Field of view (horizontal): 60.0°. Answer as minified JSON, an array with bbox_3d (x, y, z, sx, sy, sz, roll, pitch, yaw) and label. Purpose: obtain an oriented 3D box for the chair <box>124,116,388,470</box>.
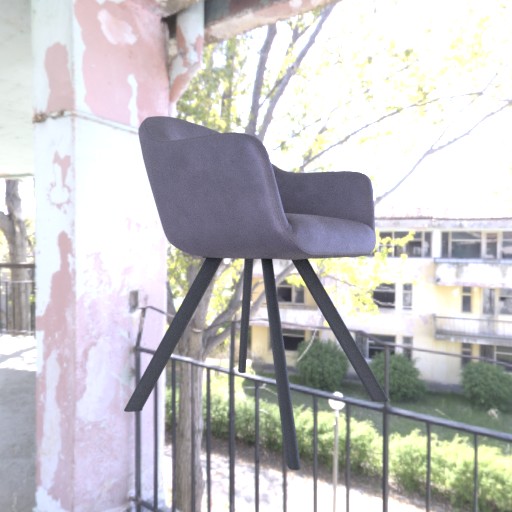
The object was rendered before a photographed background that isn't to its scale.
[{"bbox_3d":[0.000,0.000,1.163,0.544,0.781,0.567,1,1,37],"label":"chair"}]
